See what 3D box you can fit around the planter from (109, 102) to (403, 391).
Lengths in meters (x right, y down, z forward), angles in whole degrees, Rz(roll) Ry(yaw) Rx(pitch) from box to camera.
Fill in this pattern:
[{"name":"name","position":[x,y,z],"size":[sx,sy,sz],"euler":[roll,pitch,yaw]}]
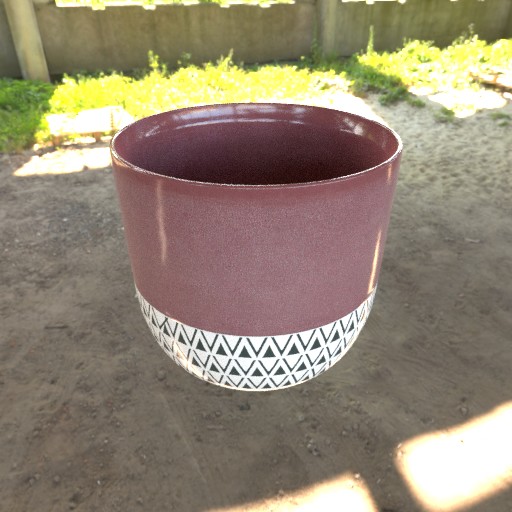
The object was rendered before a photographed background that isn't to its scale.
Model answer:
[{"name":"planter","position":[0.000,0.000,0.485],"size":[0.266,0.270,0.266],"euler":[0,31,0]}]
